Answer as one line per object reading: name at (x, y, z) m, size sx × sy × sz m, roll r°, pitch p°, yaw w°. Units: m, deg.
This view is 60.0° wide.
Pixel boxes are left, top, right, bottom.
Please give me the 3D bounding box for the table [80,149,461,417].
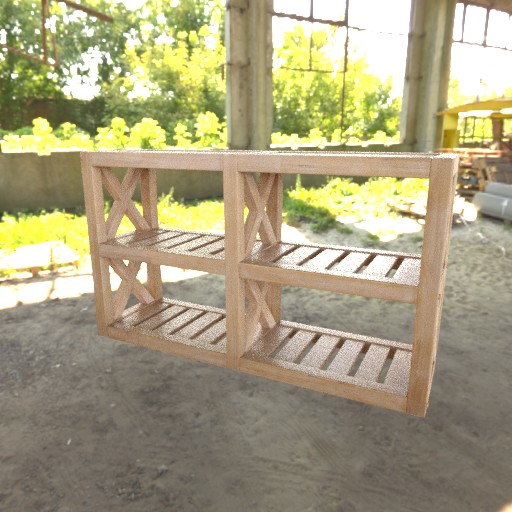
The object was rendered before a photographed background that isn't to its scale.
table at (0.000, 0.000, 1.671) m, size 1.320 × 0.762 × 0.381 m, roll 7°, pitch 17°, yaw 25°
